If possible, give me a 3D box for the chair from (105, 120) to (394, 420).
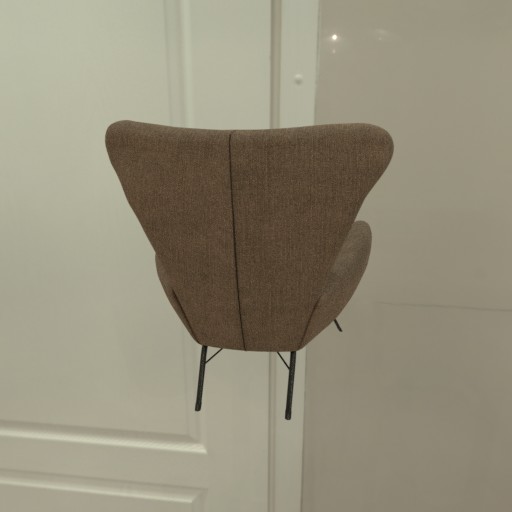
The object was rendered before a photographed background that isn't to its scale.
[{"bbox_3d":[0.000,0.000,1.776,0.980,1.040,0.900,2,17,7],"label":"chair"}]
